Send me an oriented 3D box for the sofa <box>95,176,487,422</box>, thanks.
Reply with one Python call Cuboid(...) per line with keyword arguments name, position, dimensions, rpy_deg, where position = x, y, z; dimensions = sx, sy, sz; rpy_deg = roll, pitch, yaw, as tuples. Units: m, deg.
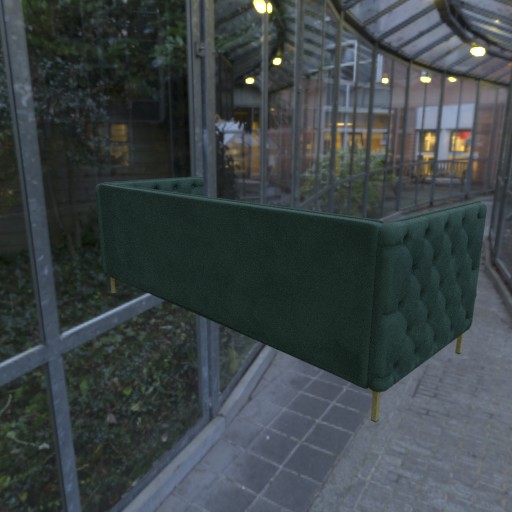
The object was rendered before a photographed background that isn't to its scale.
Cuboid(name="sofa", position=(0.000, 0.000, 2.577), dimensions=(0.895, 0.771, 2.209), rpy_deg=(-14, 20, -43))
